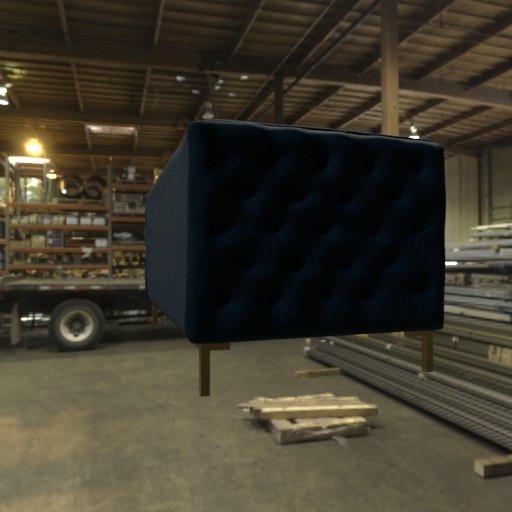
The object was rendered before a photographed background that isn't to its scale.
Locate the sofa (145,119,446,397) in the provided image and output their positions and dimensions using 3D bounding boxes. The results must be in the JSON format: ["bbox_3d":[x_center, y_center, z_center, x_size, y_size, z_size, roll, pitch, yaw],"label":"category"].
[{"bbox_3d":[0.000,0.000,2.098,0.909,0.810,1.583,0,0,-18],"label":"sofa"}]
